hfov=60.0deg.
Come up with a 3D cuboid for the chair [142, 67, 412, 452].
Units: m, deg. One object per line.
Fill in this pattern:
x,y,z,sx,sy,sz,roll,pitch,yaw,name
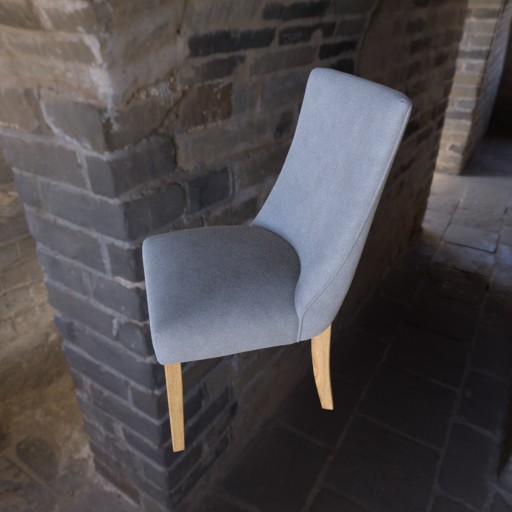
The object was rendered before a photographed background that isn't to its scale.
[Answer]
0.000,0.000,1.229,0.610,0.902,0.495,-8,31,-13,chair
